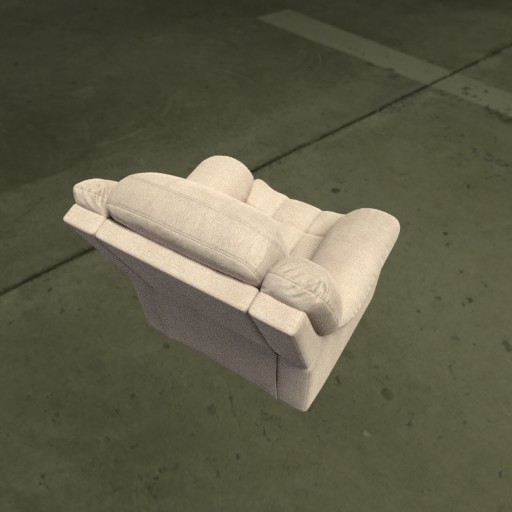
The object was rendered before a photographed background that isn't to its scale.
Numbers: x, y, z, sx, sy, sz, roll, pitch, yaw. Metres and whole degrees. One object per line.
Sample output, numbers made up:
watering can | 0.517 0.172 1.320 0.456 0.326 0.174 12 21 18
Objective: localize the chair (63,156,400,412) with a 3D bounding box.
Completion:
chair | 0.000 0.000 1.720 0.899 1.008 0.944 24 50 22
